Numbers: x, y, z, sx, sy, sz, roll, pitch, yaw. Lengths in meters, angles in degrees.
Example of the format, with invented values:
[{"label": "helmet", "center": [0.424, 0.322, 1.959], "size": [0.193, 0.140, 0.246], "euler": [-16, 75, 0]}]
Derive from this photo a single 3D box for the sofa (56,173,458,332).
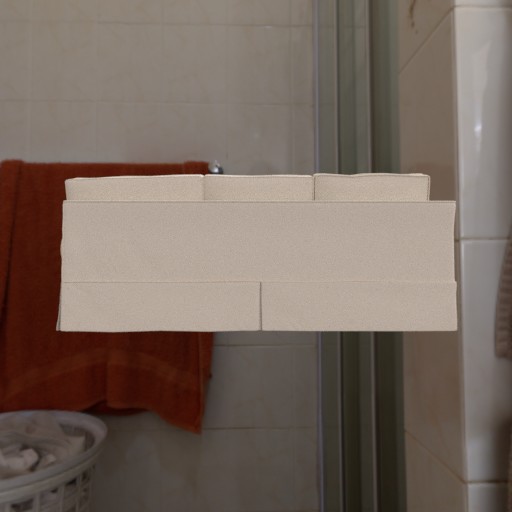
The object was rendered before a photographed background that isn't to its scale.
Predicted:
[{"label": "sofa", "center": [0.000, 0.000, 4.121], "size": [2.597, 1.070, 2.591], "euler": [0, -2, 0]}]
